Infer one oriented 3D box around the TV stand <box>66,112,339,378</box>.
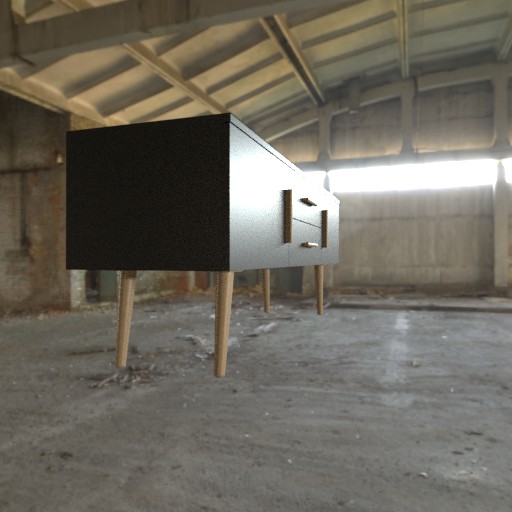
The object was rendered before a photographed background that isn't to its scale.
[{"bbox_3d":[0.000,0.000,1.487,0.390,0.518,1.312,0,0,19],"label":"TV stand"}]
